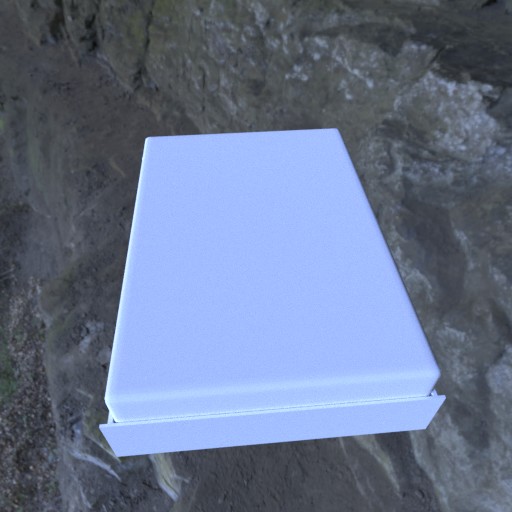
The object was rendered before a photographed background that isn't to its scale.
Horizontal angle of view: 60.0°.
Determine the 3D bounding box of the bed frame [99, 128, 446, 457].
[{"bbox_3d":[0.000,0.000,2.559,1.445,0.497,1.945,-4,46,-4],"label":"bed frame"}]
